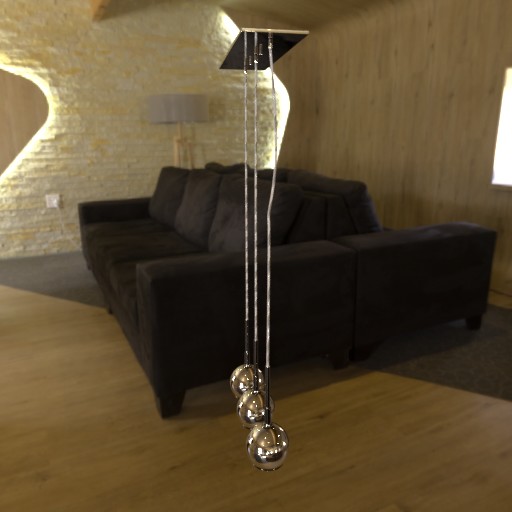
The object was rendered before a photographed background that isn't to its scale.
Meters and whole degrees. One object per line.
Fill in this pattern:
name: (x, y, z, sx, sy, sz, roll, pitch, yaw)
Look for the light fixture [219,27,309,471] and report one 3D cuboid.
light fixture: (0.000, 0.000, 1.652, 0.188, 1.408, 0.623, -2, 14, -10)
